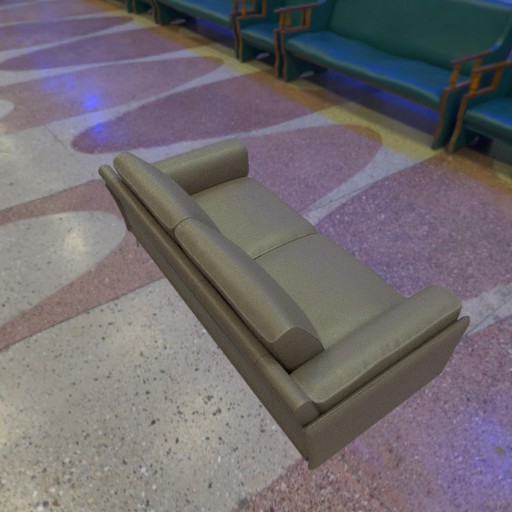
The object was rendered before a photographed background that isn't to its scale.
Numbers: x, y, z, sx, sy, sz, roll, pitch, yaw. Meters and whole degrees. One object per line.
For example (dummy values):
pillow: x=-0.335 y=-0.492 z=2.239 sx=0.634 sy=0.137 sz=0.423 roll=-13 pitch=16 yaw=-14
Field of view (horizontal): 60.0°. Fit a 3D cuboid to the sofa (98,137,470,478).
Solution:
sofa: x=0.000 y=0.000 z=2.571 sx=1.049 sy=0.930 sz=2.101 roll=-25 pitch=48 yaw=-25
